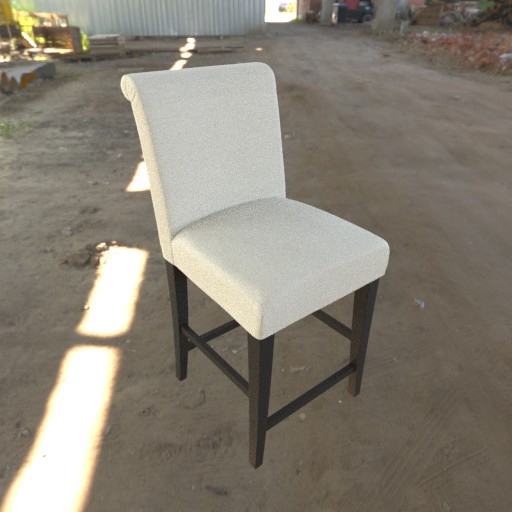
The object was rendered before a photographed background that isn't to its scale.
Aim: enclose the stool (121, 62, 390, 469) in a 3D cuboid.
[{"bbox_3d":[0.000,0.000,1.297,0.452,0.976,0.597,-22,36,-33],"label":"stool"}]
